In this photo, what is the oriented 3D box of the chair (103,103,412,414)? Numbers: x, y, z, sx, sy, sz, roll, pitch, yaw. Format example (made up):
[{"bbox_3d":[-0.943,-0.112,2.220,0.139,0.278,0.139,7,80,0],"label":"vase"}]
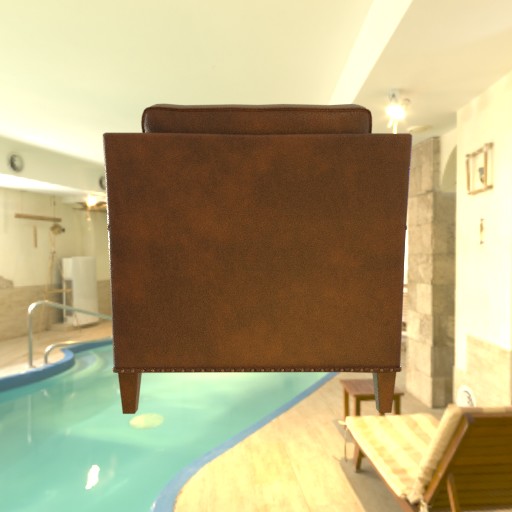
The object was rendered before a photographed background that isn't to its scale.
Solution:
[{"bbox_3d":[0.000,0.000,1.703,0.853,0.929,1.014,0,0,-1],"label":"chair"}]
